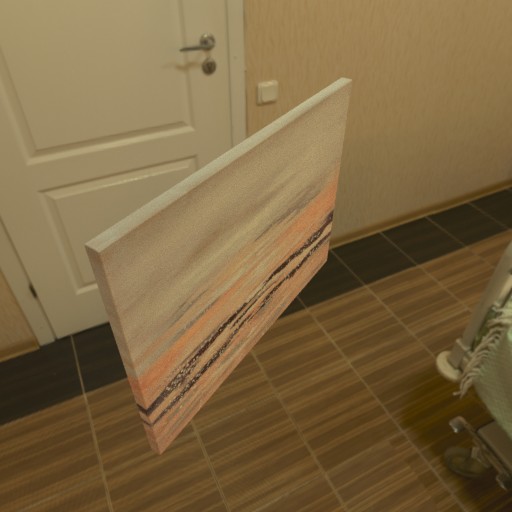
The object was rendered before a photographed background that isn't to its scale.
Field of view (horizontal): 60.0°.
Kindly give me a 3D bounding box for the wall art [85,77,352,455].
[{"bbox_3d":[0.000,0.000,1.334,0.038,0.763,1.015,24,47,25],"label":"wall art"}]
